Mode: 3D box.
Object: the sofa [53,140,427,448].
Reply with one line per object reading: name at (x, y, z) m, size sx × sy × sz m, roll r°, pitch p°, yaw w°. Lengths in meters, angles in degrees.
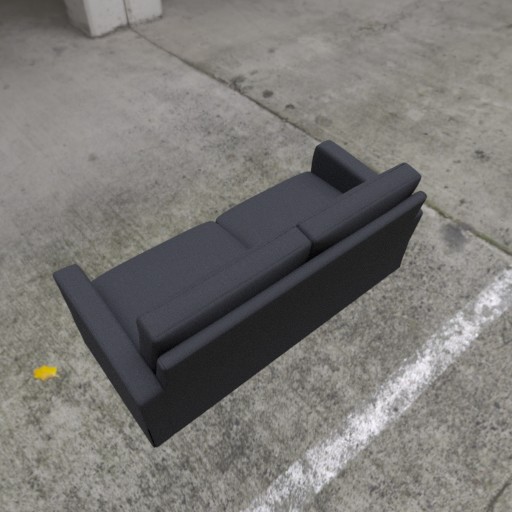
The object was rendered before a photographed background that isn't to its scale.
sofa at (0.000, 0.000, 2.405) m, size 1.852 × 0.839 × 0.898 m, roll -31°, pitch 53°, yaw -26°
